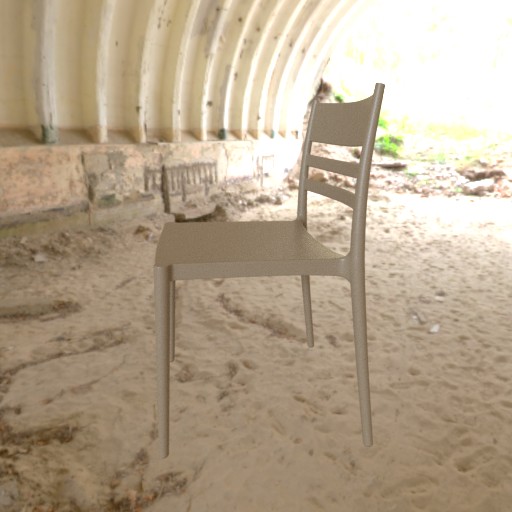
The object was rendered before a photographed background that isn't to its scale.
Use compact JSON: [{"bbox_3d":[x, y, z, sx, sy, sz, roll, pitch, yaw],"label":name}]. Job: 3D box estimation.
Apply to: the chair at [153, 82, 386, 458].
[{"bbox_3d":[0.000,0.000,1.148,0.511,0.800,0.531,-2,15,-8],"label":"chair"}]
